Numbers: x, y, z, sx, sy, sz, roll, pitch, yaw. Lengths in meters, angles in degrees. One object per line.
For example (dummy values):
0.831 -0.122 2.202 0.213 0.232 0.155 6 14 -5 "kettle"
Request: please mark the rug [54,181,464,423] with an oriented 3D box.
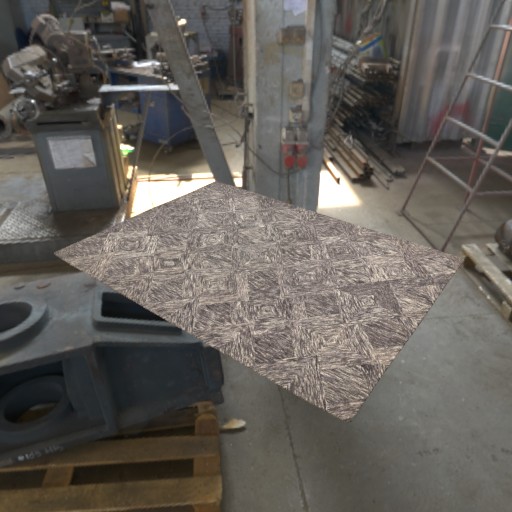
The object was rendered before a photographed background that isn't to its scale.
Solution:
0.000 0.000 5.423 4.093 0.020 2.997 22 38 31 "rug"
